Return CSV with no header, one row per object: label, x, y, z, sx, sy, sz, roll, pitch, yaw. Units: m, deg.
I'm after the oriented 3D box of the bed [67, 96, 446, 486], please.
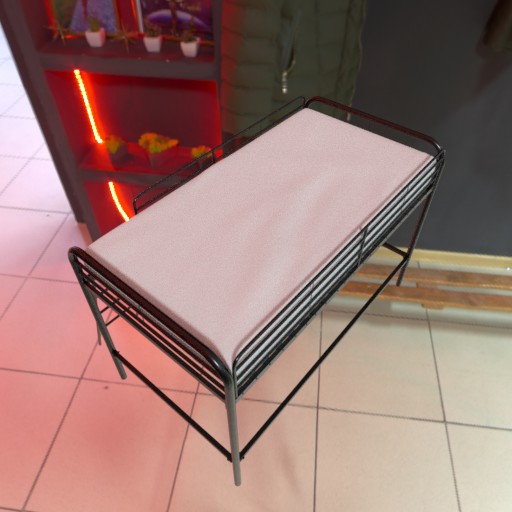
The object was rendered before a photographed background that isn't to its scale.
bed,0.000,0.000,2.872,1.393,1.289,1.968,31,54,27
